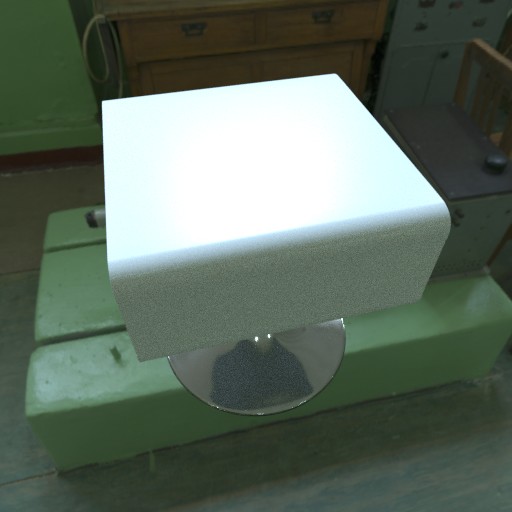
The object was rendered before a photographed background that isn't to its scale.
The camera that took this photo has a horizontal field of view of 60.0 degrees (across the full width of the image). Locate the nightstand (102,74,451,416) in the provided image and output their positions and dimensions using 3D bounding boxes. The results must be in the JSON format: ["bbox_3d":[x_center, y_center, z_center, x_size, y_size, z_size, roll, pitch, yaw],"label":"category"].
[{"bbox_3d":[0.000,0.000,0.768,0.404,0.447,0.399,-11,48,-10],"label":"nightstand"}]
